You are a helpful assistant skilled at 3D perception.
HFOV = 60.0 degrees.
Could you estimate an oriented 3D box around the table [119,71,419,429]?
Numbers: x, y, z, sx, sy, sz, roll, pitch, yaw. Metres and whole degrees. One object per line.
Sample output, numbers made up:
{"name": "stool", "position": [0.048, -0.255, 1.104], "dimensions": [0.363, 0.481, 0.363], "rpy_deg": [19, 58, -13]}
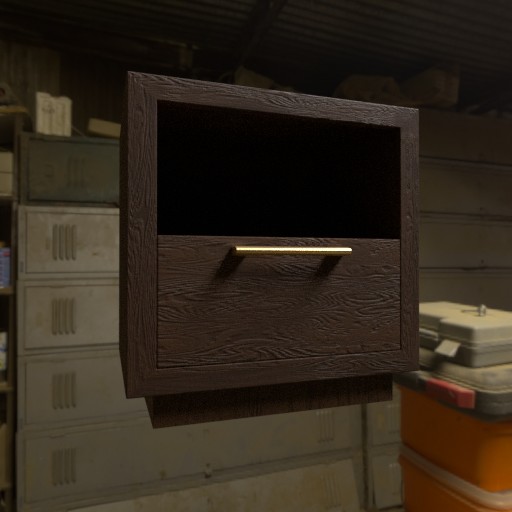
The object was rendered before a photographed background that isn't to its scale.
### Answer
{"name": "table", "position": [0.000, 0.000, 0.969], "dimensions": [0.560, 0.585, 0.439], "rpy_deg": [0, -1, -19]}
